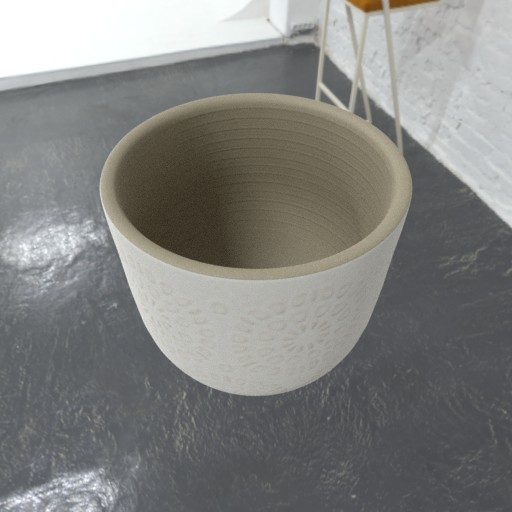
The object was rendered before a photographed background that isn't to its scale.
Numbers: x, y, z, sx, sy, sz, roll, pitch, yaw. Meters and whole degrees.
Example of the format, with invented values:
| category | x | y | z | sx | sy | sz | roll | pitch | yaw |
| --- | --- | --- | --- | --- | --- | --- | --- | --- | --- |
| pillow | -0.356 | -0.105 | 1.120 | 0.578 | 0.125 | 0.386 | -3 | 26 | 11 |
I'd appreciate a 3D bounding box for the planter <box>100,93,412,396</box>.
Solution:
| category | x | y | z | sx | sy | sz | roll | pitch | yaw |
| --- | --- | --- | --- | --- | --- | --- | --- | --- | --- |
| planter | 0.000 | 0.000 | 0.220 | 0.124 | 0.109 | 0.124 | 0 | 46 | 0 |
